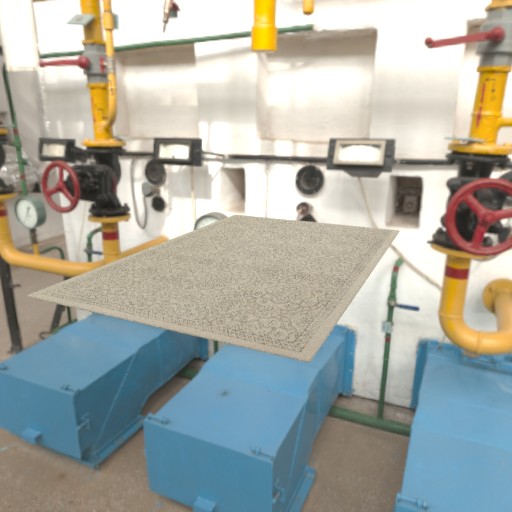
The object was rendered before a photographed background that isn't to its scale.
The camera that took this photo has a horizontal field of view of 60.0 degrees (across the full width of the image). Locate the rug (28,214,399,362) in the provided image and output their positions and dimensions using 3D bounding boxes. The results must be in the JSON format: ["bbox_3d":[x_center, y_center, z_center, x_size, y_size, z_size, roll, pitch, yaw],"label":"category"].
[{"bbox_3d":[0.000,0.000,2.360,1.219,0.010,1.829,8,19,24],"label":"rug"}]
